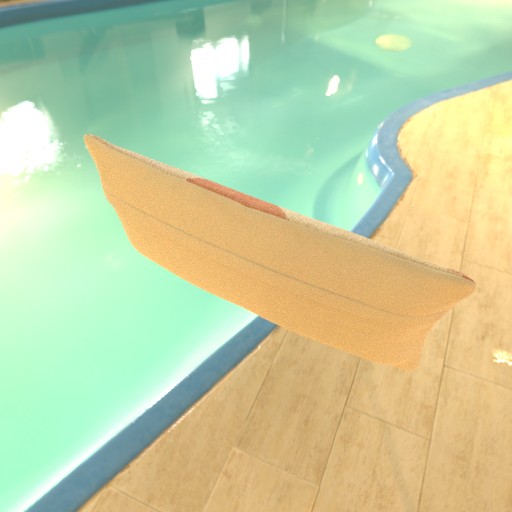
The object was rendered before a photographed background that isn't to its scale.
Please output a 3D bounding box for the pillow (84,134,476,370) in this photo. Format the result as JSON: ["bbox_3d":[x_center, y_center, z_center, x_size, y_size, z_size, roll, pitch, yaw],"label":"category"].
[{"bbox_3d":[0.000,0.000,0.721,0.609,0.292,0.155,23,51,20],"label":"pillow"}]
